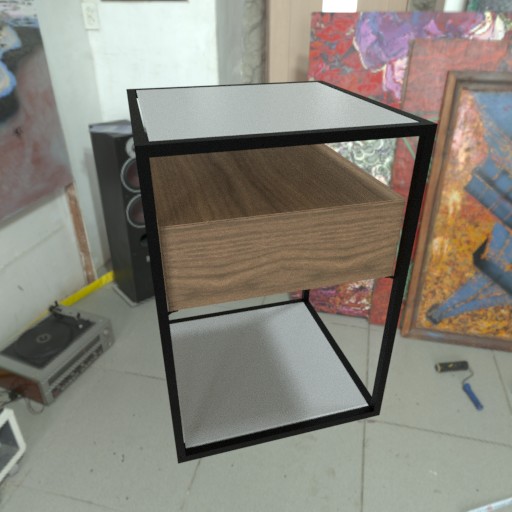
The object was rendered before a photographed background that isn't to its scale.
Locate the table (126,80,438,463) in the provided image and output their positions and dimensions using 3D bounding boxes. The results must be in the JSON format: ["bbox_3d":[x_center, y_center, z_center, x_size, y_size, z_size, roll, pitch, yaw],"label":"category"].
[{"bbox_3d":[0.000,0.000,0.814,0.378,0.540,0.378,-8,31,-13],"label":"table"}]
